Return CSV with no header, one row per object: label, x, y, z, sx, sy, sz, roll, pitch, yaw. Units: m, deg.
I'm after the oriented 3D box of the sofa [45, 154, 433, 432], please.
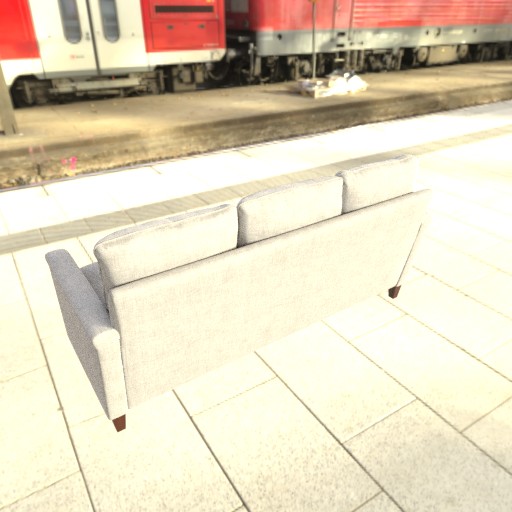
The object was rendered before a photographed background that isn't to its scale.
sofa,0.000,0.000,2.371,1.925,0.959,0.828,-19,34,-29
